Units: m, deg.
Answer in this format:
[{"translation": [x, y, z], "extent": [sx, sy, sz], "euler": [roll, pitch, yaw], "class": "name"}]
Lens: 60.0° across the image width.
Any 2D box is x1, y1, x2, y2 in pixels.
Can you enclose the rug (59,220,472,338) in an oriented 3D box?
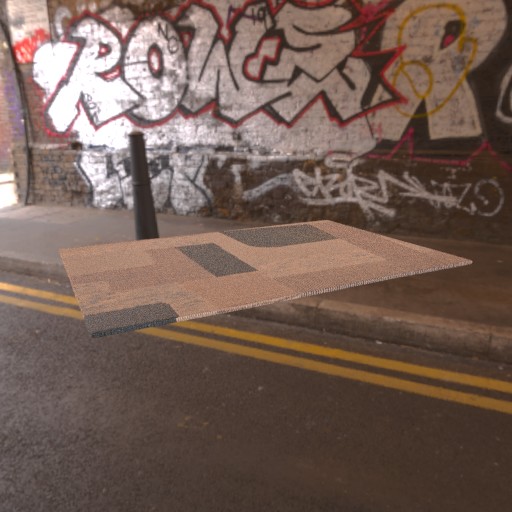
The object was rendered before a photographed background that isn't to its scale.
[{"translation": [0.000, 0.000, 2.365], "extent": [1.847, 0.020, 1.238], "euler": [-8, 17, -26], "class": "rug"}]
